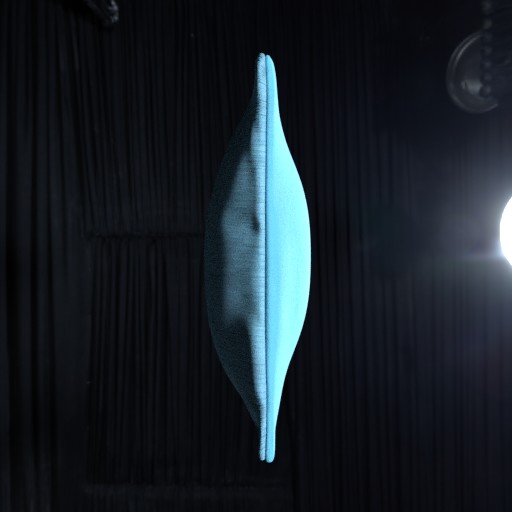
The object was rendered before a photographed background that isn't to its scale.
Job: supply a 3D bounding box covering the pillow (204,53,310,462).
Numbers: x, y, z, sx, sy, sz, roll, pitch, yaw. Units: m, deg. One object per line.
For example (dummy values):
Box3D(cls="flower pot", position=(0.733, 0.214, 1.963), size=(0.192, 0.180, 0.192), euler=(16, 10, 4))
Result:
Box3D(cls="pillow", position=(0.000, 0.000, 0.656), size=(0.151, 0.415, 0.433), euler=(0, 1, -1))
